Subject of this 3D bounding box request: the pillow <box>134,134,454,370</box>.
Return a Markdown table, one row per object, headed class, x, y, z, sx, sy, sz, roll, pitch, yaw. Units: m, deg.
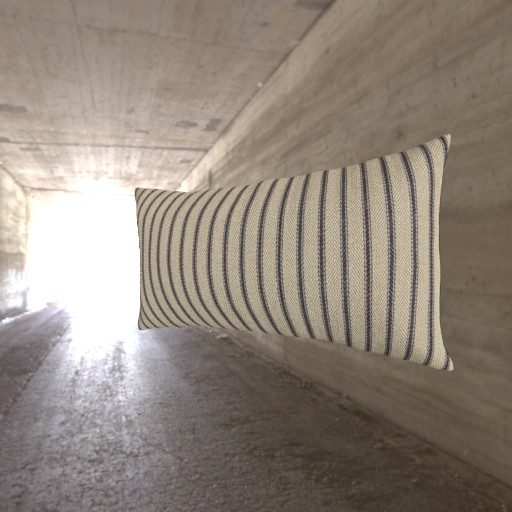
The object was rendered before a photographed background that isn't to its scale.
| class | x | y | z | sx | sy | sz | roll | pitch | yaw |
| --- | --- | --- | --- | --- | --- | --- | --- | --- | --- |
| pillow | 0.000 | 0.000 | 0.735 | 0.609 | 0.305 | 0.151 | 0 | 0 | 36 |
